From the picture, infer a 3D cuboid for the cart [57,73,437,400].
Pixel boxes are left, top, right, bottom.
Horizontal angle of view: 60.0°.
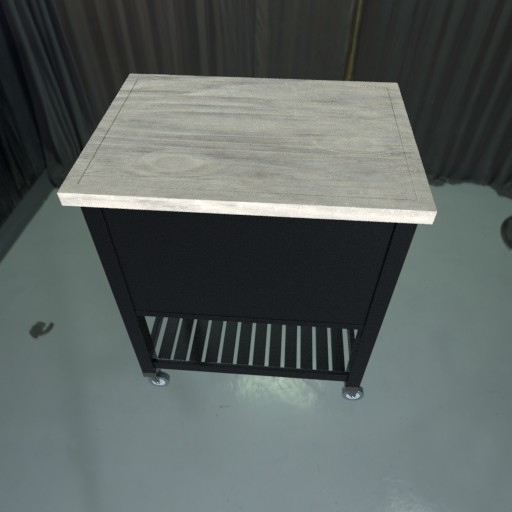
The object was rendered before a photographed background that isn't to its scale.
[{"bbox_3d":[0.000,0.000,1.440,0.797,0.920,0.567,3,47,3],"label":"cart"}]
